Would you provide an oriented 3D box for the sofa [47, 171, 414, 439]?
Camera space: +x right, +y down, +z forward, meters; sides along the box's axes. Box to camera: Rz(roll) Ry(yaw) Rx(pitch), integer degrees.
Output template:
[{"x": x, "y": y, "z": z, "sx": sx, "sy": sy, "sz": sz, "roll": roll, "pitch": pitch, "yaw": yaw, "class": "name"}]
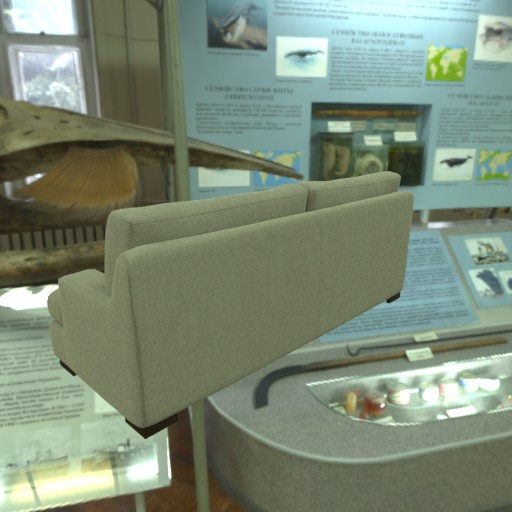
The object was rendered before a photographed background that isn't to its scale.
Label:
[{"x": 0.000, "y": 0.000, "z": 2.837, "sx": 0.962, "sy": 0.980, "sz": 2.354, "roll": 16, "pitch": 23, "yaw": 42, "class": "sofa"}]
